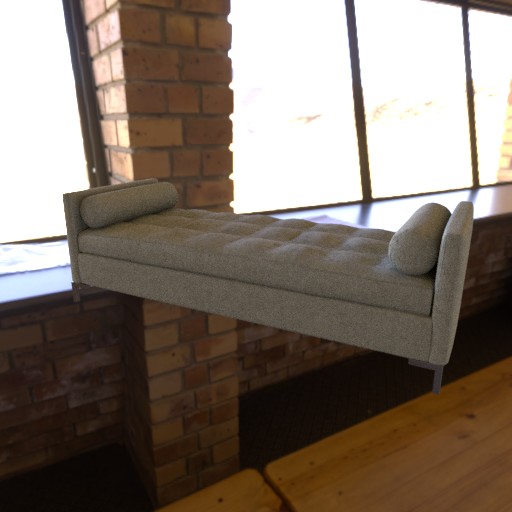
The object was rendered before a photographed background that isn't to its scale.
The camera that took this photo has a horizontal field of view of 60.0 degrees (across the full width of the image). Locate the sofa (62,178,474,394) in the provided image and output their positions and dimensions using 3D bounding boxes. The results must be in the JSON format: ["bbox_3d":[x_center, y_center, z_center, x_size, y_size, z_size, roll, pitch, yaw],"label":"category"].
[{"bbox_3d":[0.000,0.000,2.455,2.102,0.657,0.797,9,19,26],"label":"sofa"}]
